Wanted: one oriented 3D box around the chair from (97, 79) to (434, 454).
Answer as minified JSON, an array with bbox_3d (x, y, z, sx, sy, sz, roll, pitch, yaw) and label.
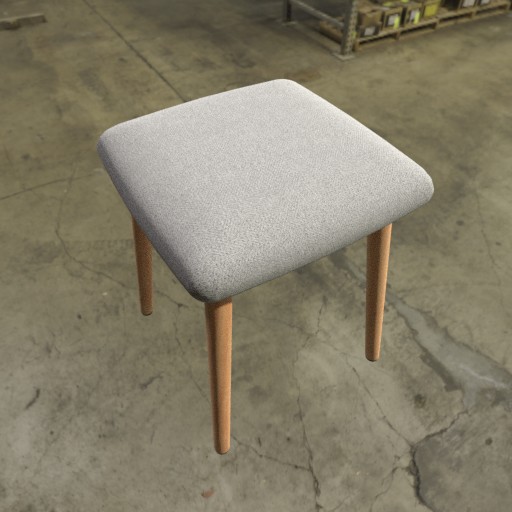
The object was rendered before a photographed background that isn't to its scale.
[{"bbox_3d":[0.000,0.000,0.712,0.350,0.440,0.350,-24,51,-21],"label":"chair"}]
